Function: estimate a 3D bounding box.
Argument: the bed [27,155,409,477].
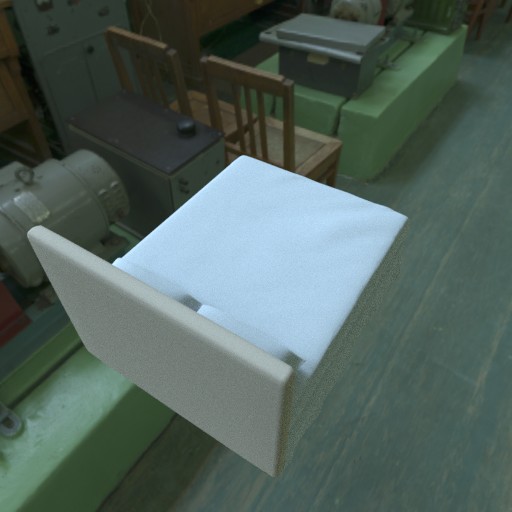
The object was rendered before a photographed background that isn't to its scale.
[{"bbox_3d":[0.000,0.000,3.208,1.748,1.330,2.142,25,52,22],"label":"bed"}]
